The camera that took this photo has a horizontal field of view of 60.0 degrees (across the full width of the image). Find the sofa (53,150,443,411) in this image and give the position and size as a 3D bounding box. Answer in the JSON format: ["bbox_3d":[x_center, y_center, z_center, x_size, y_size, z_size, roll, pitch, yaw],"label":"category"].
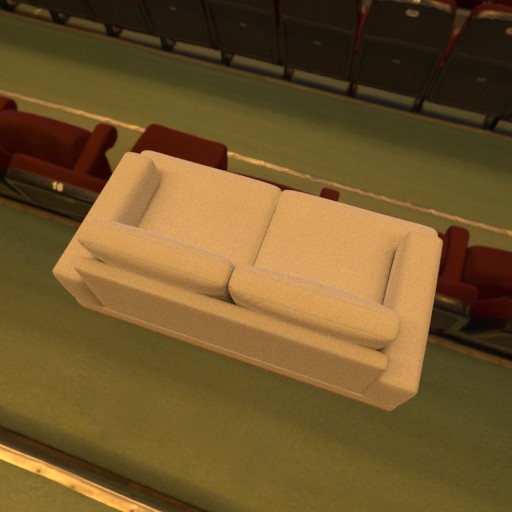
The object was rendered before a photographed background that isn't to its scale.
[{"bbox_3d":[0.000,0.000,2.138,1.651,0.810,0.915,17,63,9],"label":"sofa"}]
